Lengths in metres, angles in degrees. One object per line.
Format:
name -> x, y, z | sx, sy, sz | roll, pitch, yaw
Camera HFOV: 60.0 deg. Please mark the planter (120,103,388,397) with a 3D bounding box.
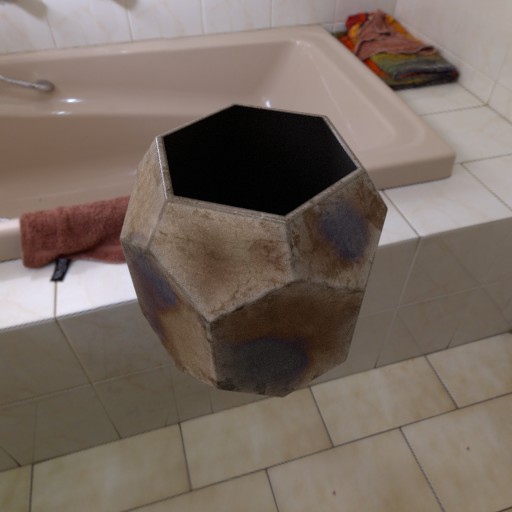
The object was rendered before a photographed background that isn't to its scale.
planter -> 0.000, 0.000, 0.440 | 0.243, 0.238, 0.221 | -10, 46, -10
